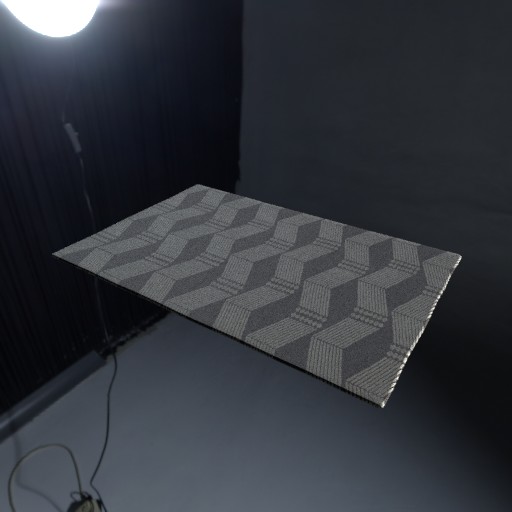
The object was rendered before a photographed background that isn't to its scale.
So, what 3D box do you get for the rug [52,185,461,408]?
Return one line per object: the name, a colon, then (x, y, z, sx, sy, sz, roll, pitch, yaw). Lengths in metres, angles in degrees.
rug: (0.000, 0.000, 2.366, 1.833, 0.016, 1.210, 19, 36, 28)
